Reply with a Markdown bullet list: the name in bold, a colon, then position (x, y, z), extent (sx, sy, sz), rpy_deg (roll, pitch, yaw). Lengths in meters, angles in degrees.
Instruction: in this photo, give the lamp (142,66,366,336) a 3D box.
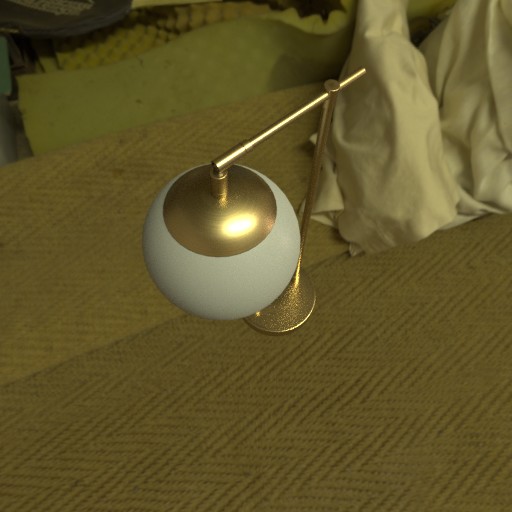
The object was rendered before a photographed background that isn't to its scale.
- **lamp**: position (0.000, 0.000, 0.708), extent (0.324, 0.559, 0.207), rpy_deg (-37, 69, -17)
